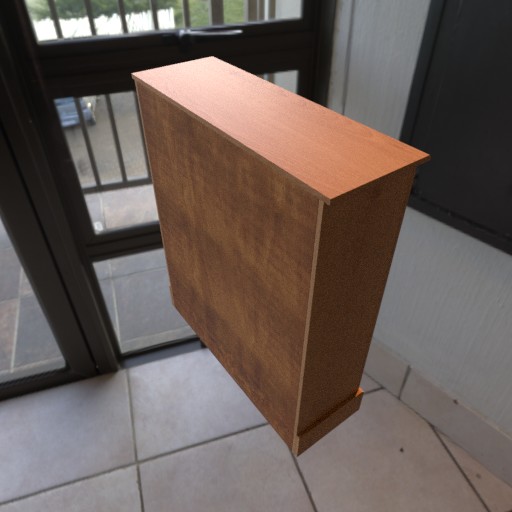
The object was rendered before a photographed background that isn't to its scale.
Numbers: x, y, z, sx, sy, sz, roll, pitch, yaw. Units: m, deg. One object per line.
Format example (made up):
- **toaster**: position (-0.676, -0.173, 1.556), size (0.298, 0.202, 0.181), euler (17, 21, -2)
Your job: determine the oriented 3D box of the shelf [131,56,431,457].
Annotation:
- **shelf**: position (0.000, 0.000, 1.427), size (0.291, 0.980, 0.840), euler (-25, 46, -27)
